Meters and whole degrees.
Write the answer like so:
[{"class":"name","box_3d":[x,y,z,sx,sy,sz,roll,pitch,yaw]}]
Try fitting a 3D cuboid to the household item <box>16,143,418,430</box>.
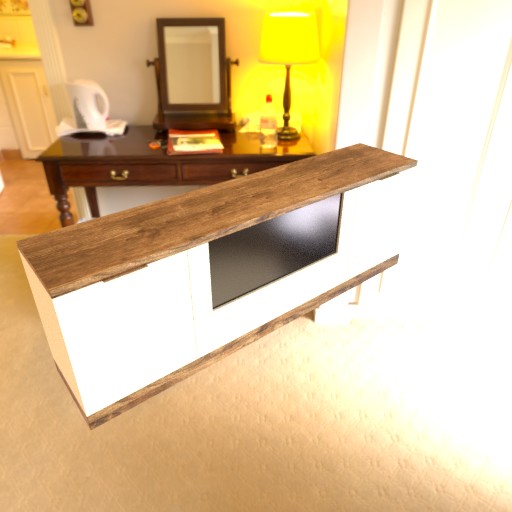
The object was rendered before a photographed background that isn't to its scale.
[{"class":"household item","box_3d":[0.000,0.000,2.030,1.800,0.615,0.390,-22,38,-32]}]
